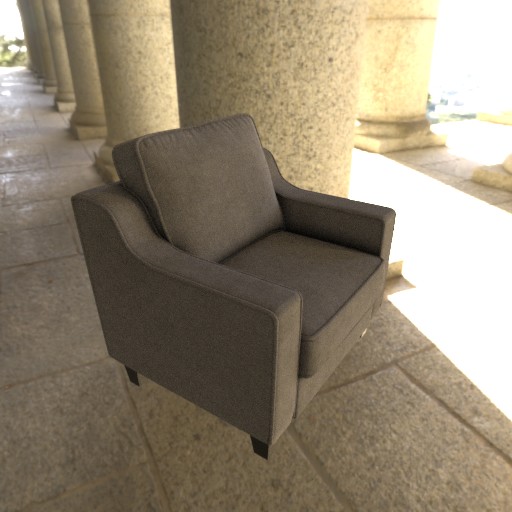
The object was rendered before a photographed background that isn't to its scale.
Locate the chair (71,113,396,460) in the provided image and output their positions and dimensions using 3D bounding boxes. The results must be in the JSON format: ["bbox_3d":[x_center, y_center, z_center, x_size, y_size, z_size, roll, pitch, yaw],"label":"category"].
[{"bbox_3d":[0.000,0.000,1.693,0.840,0.944,0.926,17,31,30],"label":"chair"}]
